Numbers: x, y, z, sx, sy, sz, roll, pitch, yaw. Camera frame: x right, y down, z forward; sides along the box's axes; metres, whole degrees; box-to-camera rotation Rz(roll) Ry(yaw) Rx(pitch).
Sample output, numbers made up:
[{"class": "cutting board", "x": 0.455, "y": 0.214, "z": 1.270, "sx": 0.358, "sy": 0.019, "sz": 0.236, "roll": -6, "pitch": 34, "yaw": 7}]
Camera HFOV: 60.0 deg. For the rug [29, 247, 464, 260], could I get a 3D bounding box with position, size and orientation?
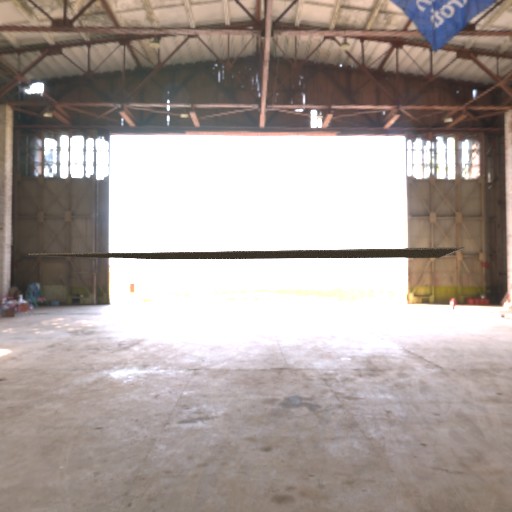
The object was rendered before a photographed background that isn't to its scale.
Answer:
[{"class": "rug", "x": 0.000, "y": 0.000, "z": 3.033, "sx": 2.438, "sy": 0.008, "sz": 1.523, "roll": -1, "pitch": -2, "yaw": 19}]
